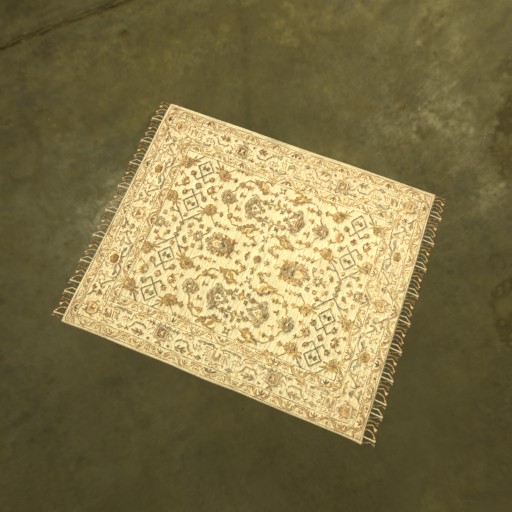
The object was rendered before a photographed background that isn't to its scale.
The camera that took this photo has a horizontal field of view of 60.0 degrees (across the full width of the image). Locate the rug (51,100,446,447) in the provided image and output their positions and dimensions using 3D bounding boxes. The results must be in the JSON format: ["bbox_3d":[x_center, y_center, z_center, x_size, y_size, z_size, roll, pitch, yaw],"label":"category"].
[{"bbox_3d":[0.000,0.000,4.155,3.061,0.034,2.426,21,76,5],"label":"rug"}]
